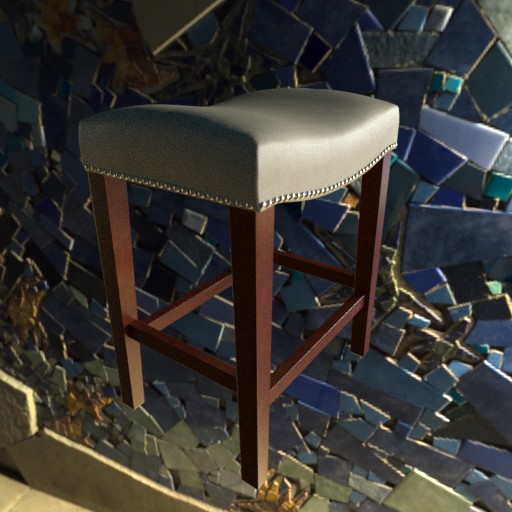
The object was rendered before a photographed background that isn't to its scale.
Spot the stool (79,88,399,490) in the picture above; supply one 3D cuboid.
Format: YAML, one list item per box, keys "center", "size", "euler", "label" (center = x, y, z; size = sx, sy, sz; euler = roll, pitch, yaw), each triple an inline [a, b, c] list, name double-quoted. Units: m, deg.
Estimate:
- center: [0.000, 0.000, 0.930]
  size: [0.375, 0.632, 0.509]
  euler: [17, 30, 32]
  label: "stool"
